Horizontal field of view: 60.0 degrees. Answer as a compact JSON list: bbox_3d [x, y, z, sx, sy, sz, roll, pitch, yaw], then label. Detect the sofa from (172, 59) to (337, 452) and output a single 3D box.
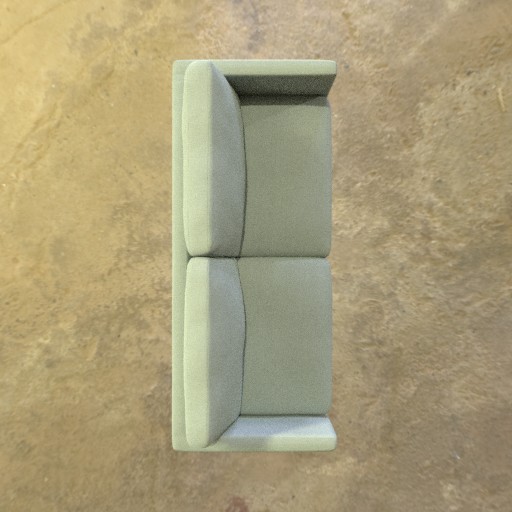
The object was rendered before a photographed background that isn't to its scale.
[{"bbox_3d":[0.000,0.000,2.737,0.951,0.965,2.208,0,90,0],"label":"sofa"}]
